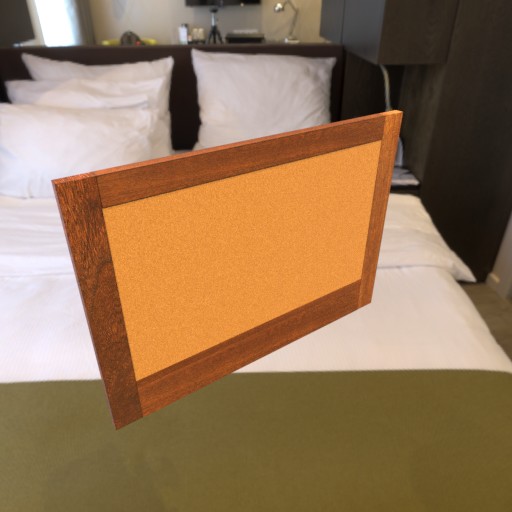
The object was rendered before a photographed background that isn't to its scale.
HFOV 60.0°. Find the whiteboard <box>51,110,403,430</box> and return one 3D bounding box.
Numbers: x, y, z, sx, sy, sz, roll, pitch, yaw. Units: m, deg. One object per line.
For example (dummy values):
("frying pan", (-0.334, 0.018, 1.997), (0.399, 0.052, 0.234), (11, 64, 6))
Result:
("whiteboard", (0.000, 0.000, 1.020), (0.783, 0.559, 0.083), (-20, 36, -29))
